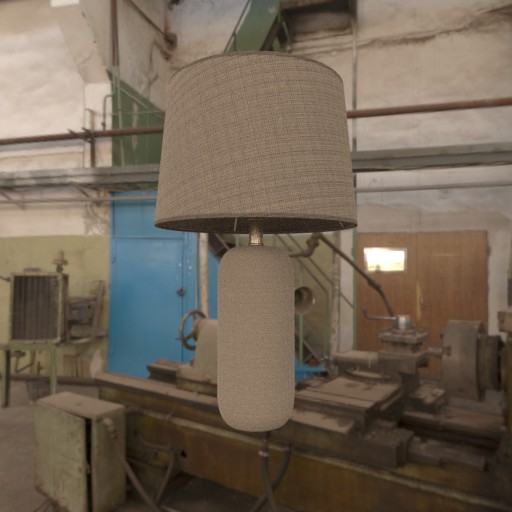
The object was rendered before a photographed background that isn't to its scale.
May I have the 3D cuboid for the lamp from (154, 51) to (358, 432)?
[{"bbox_3d":[0.000,0.000,0.817,0.367,0.609,0.367,0,-1,0],"label":"lamp"}]
